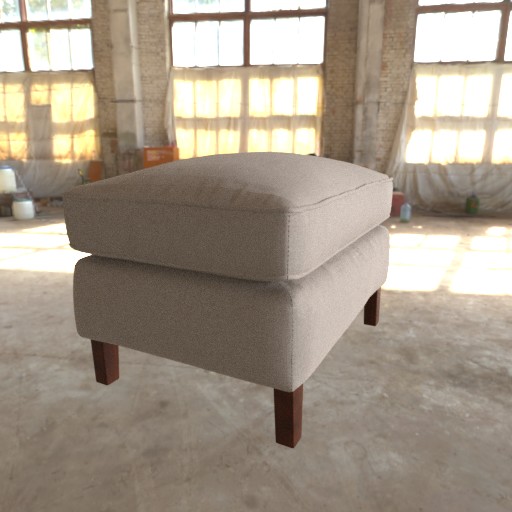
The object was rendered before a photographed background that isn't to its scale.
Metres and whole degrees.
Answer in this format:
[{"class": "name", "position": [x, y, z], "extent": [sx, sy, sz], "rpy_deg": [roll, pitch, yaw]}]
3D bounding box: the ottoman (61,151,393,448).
[{"class": "ottoman", "position": [0.000, 0.000, 0.999], "extent": [0.501, 0.456, 0.665], "rpy_deg": [7, 16, 27]}]
